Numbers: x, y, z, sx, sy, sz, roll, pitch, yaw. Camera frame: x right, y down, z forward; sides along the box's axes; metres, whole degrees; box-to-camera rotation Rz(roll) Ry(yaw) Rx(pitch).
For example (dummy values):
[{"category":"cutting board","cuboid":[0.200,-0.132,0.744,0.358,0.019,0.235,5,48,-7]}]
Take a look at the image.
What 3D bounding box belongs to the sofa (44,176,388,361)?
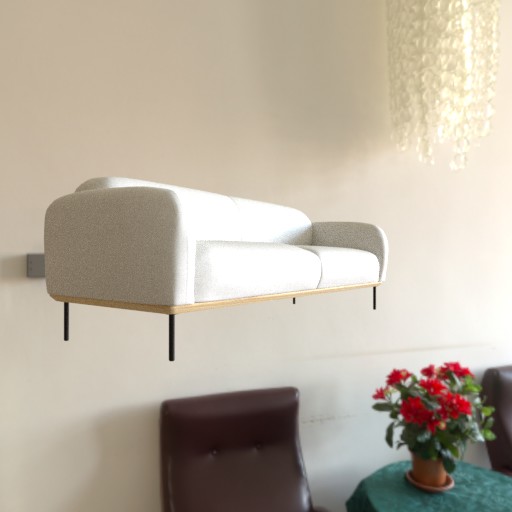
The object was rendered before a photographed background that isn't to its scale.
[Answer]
[{"category":"sofa","cuboid":[0.000,0.000,2.642,0.880,0.780,2.257,0,0,36]}]
